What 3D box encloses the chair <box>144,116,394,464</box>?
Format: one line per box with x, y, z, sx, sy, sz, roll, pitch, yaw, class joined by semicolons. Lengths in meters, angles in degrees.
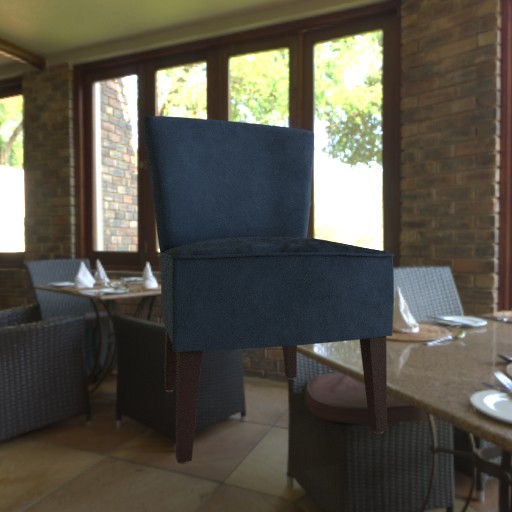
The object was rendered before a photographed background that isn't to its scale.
0.000;0.000;1.142;0.521;0.806;0.551;0;1;-19;chair
